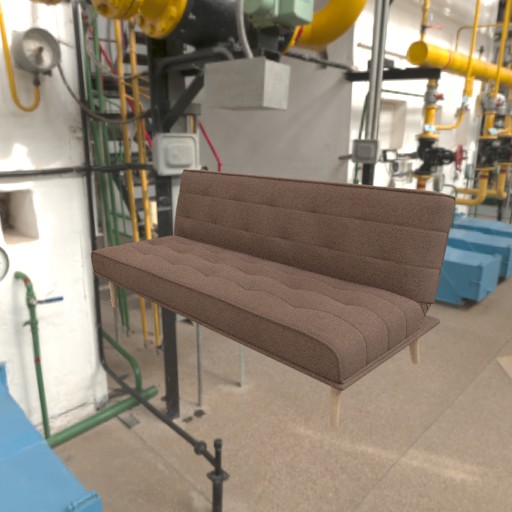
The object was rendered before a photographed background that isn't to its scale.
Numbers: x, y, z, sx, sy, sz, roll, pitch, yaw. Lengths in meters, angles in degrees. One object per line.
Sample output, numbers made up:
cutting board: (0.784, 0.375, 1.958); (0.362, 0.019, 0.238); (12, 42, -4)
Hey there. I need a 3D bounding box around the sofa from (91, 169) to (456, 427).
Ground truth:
sofa: (0.000, 0.000, 2.388); (1.820, 0.810, 1.038); (15, 21, 43)
